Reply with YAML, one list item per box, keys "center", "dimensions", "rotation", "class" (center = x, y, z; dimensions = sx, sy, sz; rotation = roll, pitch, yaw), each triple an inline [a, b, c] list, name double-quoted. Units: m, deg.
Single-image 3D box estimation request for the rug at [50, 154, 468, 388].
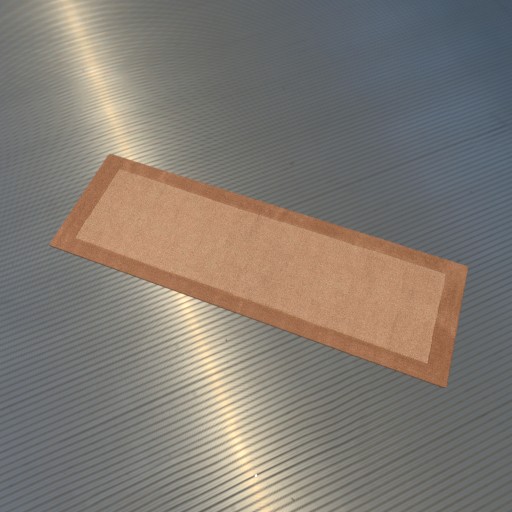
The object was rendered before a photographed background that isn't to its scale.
- center: [0.000, 0.000, 2.696]
  dimensions: [2.439, 0.017, 0.764]
  rotation: [19, 65, 9]
  class: "rug"
